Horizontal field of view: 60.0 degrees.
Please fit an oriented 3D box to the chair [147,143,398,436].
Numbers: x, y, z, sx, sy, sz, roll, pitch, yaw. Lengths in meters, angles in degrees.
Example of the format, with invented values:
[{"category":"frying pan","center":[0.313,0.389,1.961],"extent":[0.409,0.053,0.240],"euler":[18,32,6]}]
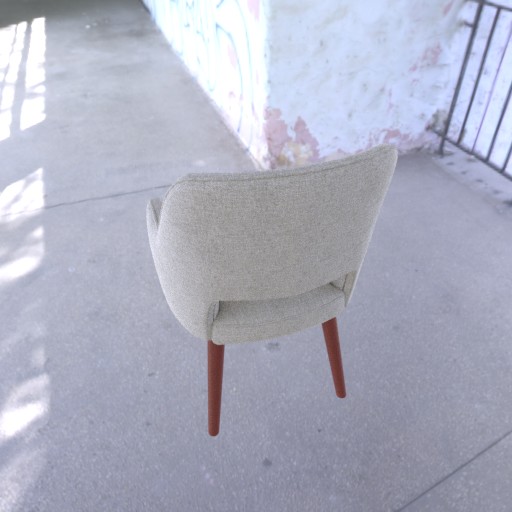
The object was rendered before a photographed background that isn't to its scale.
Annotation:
[{"category":"chair","center":[0.000,0.000,1.227],"extent":[0.548,0.849,0.605],"euler":[-12,42,-13]}]
